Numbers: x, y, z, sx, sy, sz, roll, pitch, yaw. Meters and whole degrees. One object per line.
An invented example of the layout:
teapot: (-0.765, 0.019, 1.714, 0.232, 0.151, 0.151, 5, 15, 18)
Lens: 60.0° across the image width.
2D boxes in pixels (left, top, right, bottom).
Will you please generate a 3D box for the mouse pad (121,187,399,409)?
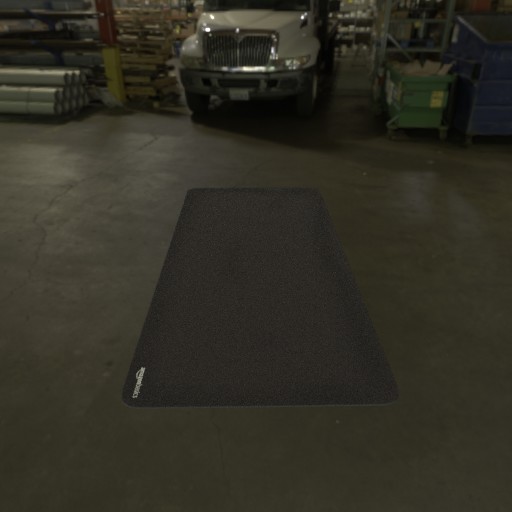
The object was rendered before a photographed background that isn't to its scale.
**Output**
mouse pad: (0.000, 0.000, 1.046, 0.424, 0.003, 0.907, 0, 29, -1)
